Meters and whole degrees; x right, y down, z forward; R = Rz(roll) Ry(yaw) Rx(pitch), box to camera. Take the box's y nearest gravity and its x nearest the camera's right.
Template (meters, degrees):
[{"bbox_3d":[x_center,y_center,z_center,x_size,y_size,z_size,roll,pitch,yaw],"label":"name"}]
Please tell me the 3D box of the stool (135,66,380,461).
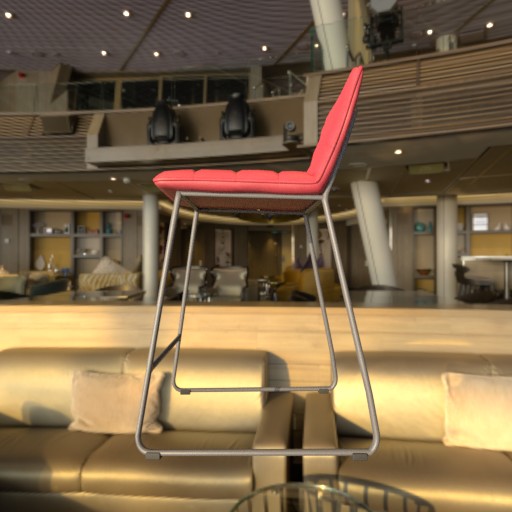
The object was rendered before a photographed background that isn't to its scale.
[{"bbox_3d":[0.000,0.000,1.175,0.524,0.866,0.489,0,0,-1],"label":"stool"}]
